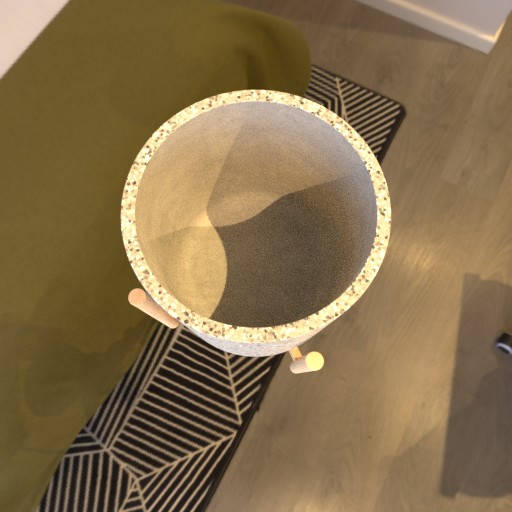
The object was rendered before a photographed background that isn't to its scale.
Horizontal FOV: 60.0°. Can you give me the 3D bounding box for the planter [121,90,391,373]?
[{"bbox_3d":[0.000,0.000,0.699,0.360,0.419,0.360,-3,74,-1],"label":"planter"}]
